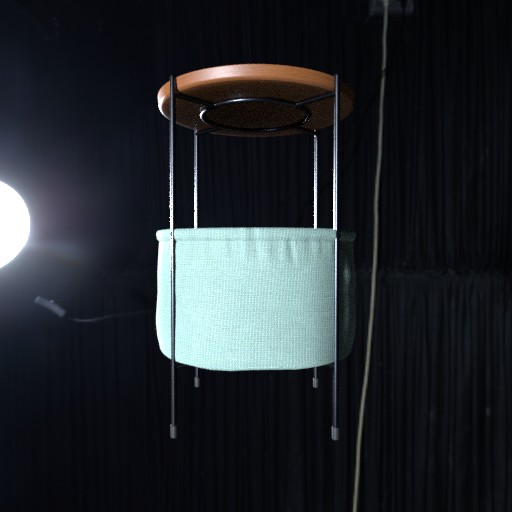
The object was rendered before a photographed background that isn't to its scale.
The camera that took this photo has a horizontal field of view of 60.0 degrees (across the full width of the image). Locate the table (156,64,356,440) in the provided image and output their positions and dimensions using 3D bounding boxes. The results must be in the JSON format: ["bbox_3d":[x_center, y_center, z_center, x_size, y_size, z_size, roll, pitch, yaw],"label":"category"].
[{"bbox_3d":[0.000,0.000,0.898,0.400,0.623,0.400,0,1,1],"label":"table"}]
